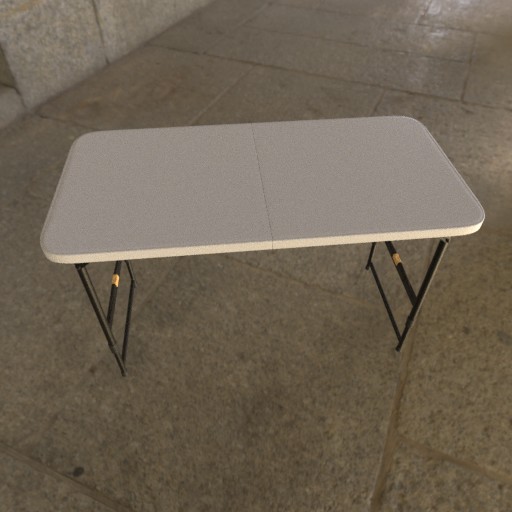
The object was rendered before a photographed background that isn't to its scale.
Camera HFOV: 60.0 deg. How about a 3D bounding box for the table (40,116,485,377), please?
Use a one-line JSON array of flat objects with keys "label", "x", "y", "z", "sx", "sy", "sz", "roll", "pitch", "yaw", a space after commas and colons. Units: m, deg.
[{"label": "table", "x": 0.000, "y": 0.000, "z": 1.629, "sx": 1.245, "sy": 0.737, "sz": 0.611, "roll": -4, "pitch": 46, "yaw": -4}]
